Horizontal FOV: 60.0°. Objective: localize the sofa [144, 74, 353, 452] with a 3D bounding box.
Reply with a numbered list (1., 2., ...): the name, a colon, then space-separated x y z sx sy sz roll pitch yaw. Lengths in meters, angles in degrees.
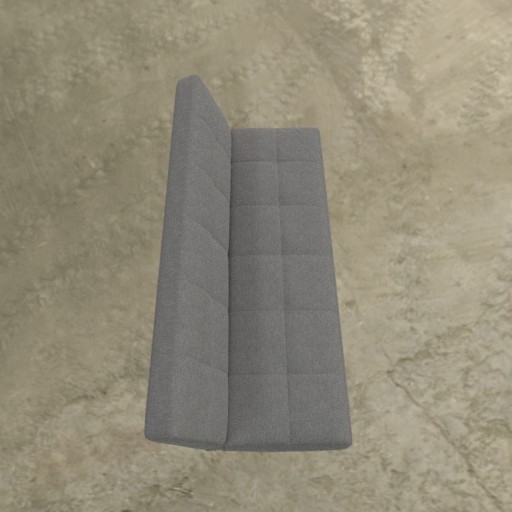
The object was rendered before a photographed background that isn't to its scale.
1. sofa: 0.000 0.000 2.261 0.820 0.770 1.820 -1 63 0
